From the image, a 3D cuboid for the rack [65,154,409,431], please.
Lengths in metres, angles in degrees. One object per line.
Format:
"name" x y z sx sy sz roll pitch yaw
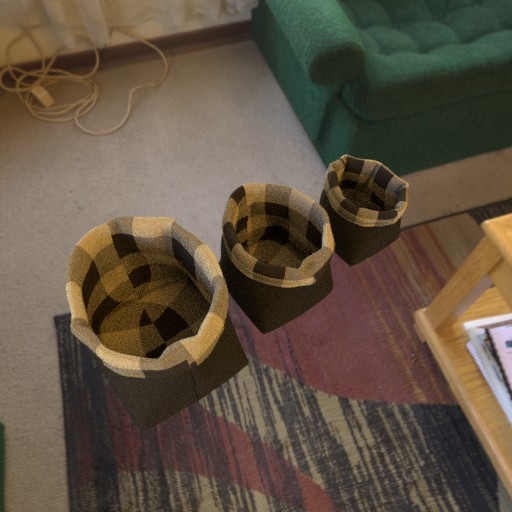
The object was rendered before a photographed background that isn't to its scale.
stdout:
"rack" 0.000 0.000 1.091 0.889 0.329 0.370 -31 63 -17
